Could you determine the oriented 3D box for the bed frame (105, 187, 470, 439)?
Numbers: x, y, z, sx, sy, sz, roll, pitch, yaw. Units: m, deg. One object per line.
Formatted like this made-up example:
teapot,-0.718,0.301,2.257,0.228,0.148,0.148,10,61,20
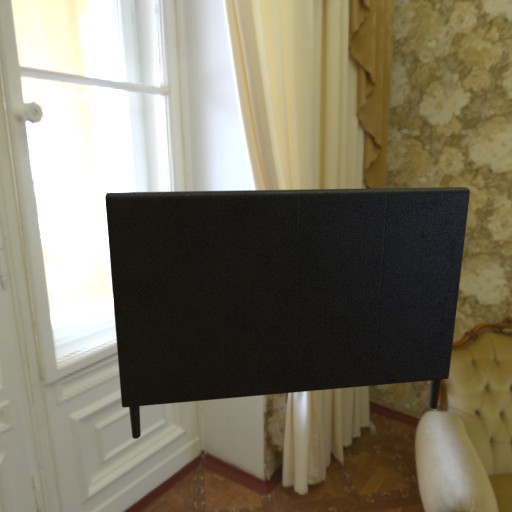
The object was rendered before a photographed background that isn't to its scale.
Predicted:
bed frame,0.000,0.000,2.884,1.469,1.046,2.152,-2,14,-9
